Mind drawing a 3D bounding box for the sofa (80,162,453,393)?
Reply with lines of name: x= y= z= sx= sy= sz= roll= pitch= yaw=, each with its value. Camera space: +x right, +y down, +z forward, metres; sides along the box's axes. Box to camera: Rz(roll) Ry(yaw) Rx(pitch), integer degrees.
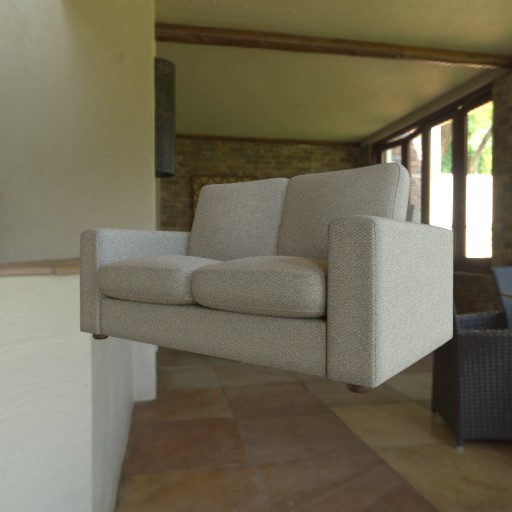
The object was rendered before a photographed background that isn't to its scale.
sofa: x=0.000 y=0.000 z=2.202 sx=1.616 sy=0.873 sz=1.016 roll=1 pitch=1 yaw=37
